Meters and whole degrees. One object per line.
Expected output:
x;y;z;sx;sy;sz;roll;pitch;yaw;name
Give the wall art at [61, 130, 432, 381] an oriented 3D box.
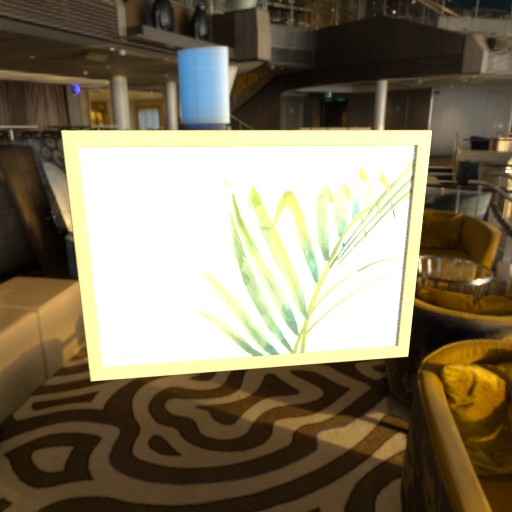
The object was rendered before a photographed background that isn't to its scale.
0.000;0.000;0.698;0.533;0.381;0.032;-2;16;-8;wall art
